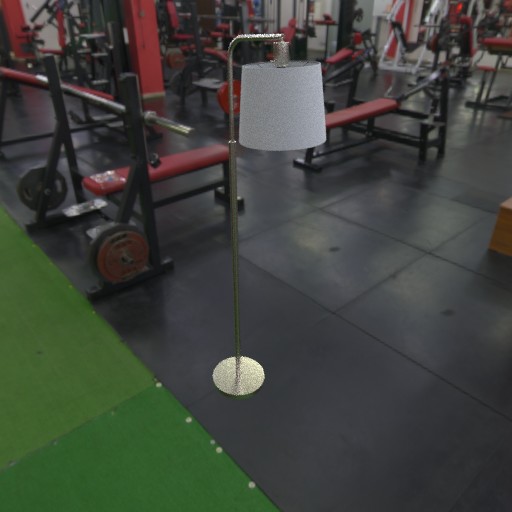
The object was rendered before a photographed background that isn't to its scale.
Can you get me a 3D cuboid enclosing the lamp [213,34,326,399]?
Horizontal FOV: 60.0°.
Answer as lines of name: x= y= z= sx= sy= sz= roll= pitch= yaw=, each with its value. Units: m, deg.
lamp: x=0.000 y=0.000 z=1.632 sx=0.254 sy=1.478 sz=0.508 roll=-22 pitch=37 yaw=-32
